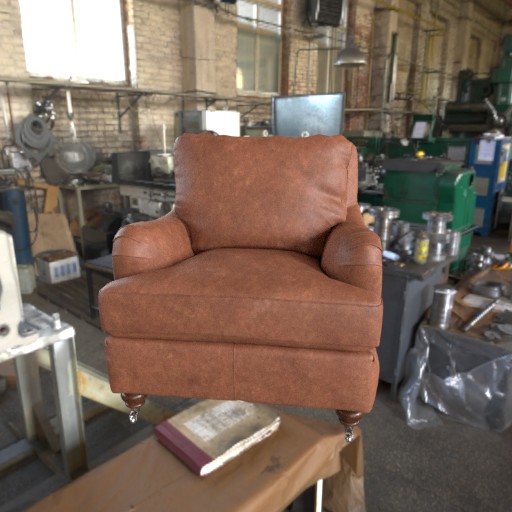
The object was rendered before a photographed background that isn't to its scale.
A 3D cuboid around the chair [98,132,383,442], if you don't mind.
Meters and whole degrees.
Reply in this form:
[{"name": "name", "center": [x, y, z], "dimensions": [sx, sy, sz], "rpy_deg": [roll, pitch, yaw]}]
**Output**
[{"name": "chair", "center": [0.000, 0.000, 1.959], "dimensions": [0.986, 1.055, 1.158], "rpy_deg": [2, 16, 7]}]
